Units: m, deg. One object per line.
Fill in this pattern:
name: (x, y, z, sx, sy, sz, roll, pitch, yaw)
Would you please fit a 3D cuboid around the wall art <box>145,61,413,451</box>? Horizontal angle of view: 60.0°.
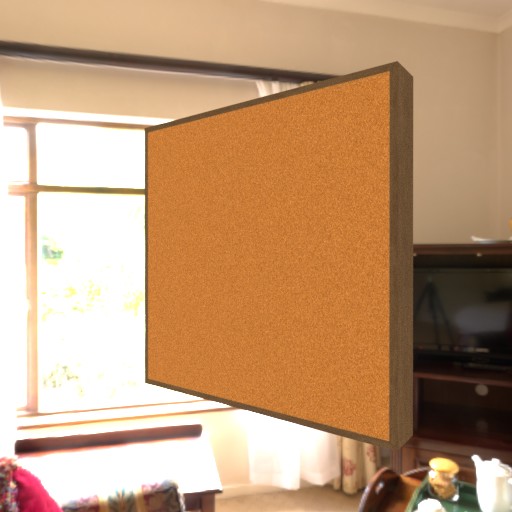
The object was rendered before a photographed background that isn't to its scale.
wall art: (0.000, 0.000, 0.448, 0.303, 0.302, 0.038, 0, 0, 37)
